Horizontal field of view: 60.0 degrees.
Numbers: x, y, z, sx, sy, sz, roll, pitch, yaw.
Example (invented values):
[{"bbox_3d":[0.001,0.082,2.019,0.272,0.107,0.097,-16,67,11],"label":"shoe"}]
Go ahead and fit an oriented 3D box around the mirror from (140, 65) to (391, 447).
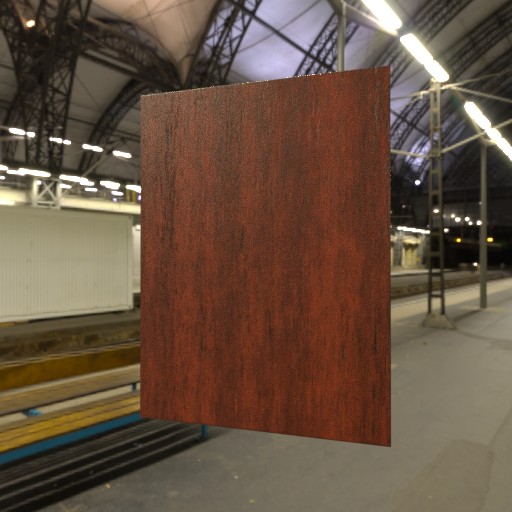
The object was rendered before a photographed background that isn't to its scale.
[{"bbox_3d":[0.000,0.000,1.032,0.600,0.805,0.021,0,0,17],"label":"mirror"}]
